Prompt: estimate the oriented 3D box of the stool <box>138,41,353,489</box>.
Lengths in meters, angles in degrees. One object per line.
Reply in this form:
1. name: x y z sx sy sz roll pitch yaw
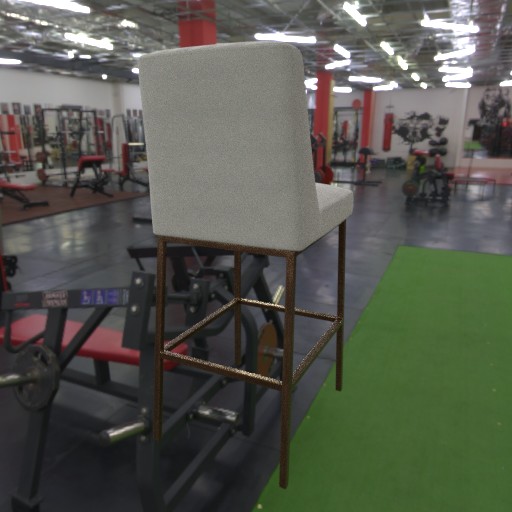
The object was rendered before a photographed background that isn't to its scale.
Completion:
1. stool: 0.000 0.000 1.332 0.462 1.084 0.546 8 17 26
